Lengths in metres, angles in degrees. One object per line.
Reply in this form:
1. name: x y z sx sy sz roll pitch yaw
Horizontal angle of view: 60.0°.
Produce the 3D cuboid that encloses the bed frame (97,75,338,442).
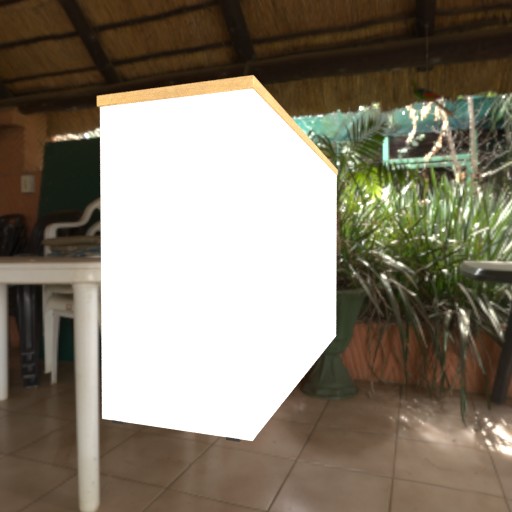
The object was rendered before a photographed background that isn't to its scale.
1. bed frame: 0.000 0.000 1.700 0.430 0.850 1.300 0 1 19
